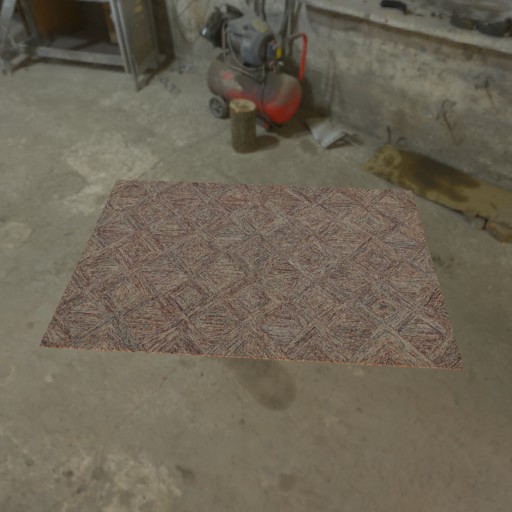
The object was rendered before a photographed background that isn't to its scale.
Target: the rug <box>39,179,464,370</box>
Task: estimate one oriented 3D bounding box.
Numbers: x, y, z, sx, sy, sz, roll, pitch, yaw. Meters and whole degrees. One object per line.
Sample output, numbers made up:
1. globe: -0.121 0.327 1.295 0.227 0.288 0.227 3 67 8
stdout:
1. rug: 0.000 0.000 2.905 2.285 0.019 1.523 3 46 2
